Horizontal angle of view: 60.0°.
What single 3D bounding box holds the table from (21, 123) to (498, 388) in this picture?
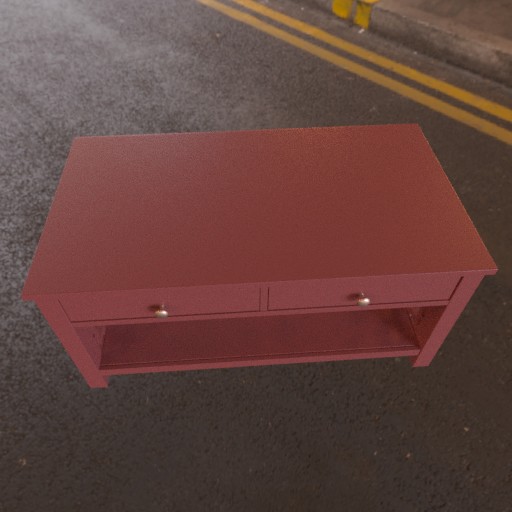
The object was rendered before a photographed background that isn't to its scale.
[{"bbox_3d":[0.000,0.000,1.365,1.068,0.493,0.612,-3,49,-3],"label":"table"}]
